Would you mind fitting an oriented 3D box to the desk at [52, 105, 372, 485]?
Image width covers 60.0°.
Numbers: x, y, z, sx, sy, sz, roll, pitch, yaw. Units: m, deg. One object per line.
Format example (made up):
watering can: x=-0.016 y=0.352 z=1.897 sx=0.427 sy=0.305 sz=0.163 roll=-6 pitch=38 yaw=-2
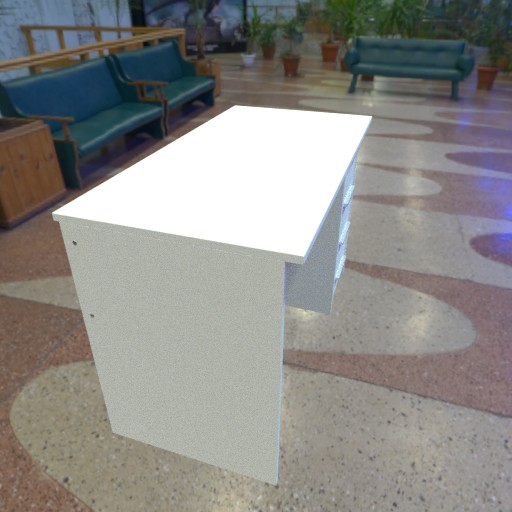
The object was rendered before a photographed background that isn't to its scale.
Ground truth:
desk: x=0.000 y=0.000 z=1.512 sx=0.560 sy=0.730 sz=1.096 roll=10 pitch=32 yaw=16
